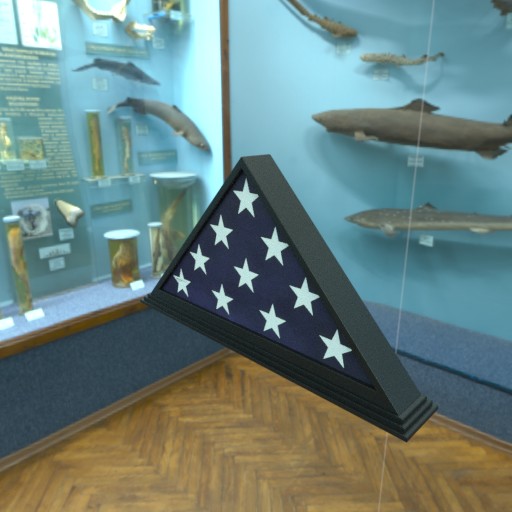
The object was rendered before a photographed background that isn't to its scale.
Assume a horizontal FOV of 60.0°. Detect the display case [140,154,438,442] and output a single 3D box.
[{"bbox_3d":[0.000,0.000,0.766,0.640,0.340,0.095,17,24,42],"label":"display case"}]
